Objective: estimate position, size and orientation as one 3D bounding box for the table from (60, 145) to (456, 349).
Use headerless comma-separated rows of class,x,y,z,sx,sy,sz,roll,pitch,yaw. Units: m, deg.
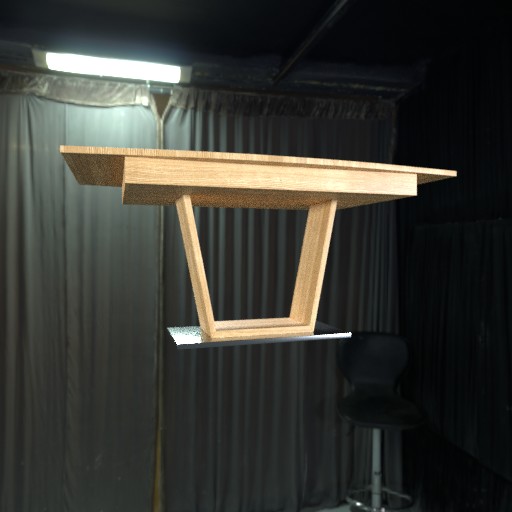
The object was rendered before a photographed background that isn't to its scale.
table,0.000,0.000,2.074,1.598,0.748,0.900,0,1,-17
